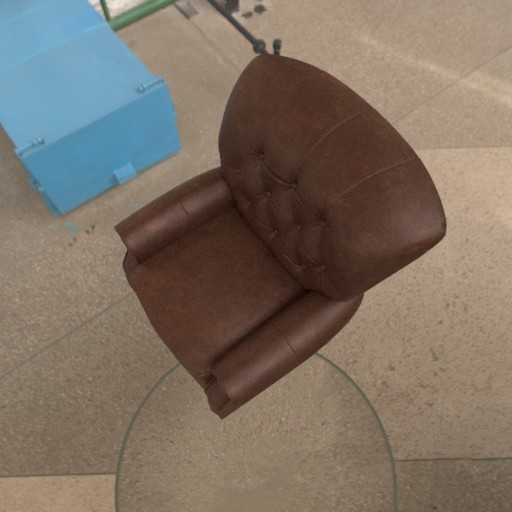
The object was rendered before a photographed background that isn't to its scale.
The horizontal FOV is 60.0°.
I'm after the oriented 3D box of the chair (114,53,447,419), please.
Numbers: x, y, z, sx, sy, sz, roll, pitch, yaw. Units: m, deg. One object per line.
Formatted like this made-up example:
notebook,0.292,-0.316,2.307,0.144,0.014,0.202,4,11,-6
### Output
chair,0.000,0.000,1.894,1.031,1.162,0.979,-33,68,-15
